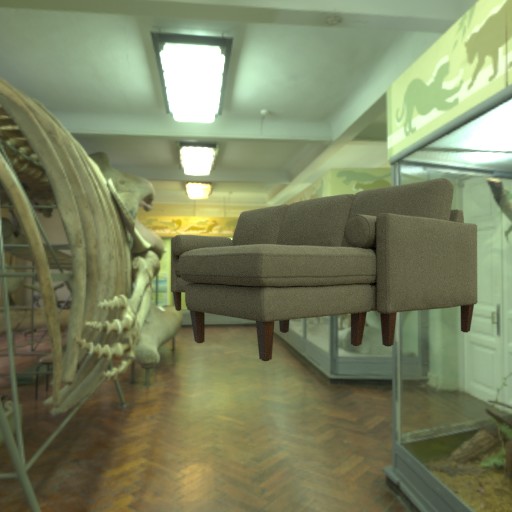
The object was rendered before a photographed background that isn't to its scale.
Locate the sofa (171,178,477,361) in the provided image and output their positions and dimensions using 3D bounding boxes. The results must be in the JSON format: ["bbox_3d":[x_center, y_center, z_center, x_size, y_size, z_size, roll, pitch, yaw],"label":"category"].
[{"bbox_3d":[0.000,0.000,2.899,1.506,0.875,2.178,1,-2,-37],"label":"sofa"}]
